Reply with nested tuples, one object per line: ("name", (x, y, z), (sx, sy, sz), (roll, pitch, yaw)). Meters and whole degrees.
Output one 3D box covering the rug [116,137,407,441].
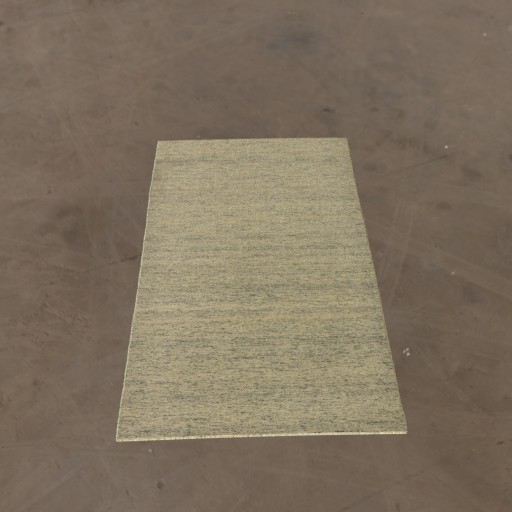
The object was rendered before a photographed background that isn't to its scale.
("rug", (0.000, 0.000, 2.385), (1.243, 0.014, 1.846), (-1, 56, -1))
